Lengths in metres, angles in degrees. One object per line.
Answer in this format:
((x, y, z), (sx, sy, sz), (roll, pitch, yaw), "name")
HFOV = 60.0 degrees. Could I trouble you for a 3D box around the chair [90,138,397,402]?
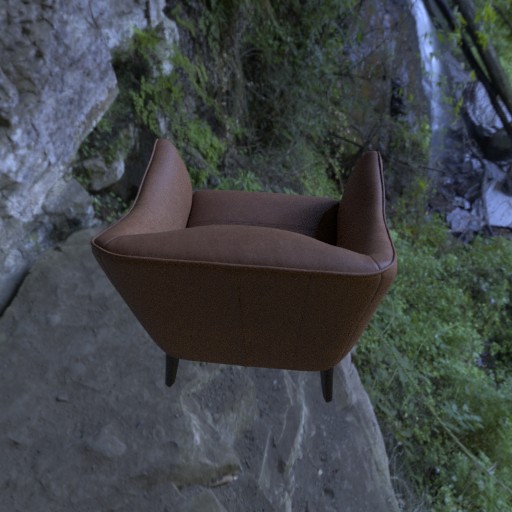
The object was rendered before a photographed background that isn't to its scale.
((0.000, 0.000, 1.551), (0.871, 0.830, 0.852), (4, 47, 4), "chair")
